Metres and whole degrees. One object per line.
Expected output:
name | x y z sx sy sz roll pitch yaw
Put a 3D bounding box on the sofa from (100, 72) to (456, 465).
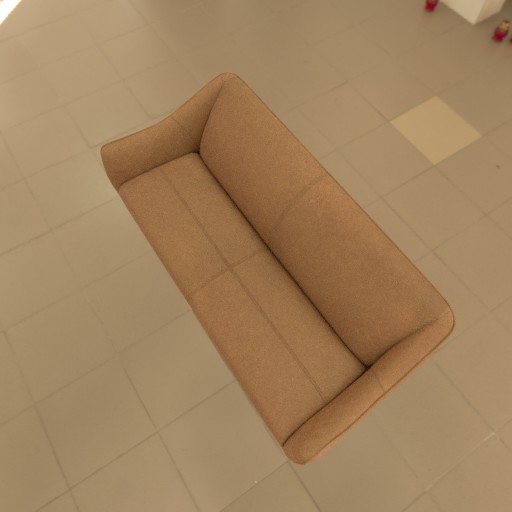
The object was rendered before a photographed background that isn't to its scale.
sofa | 0.000 0.000 2.374 0.869 0.830 1.928 -31 67 -15
